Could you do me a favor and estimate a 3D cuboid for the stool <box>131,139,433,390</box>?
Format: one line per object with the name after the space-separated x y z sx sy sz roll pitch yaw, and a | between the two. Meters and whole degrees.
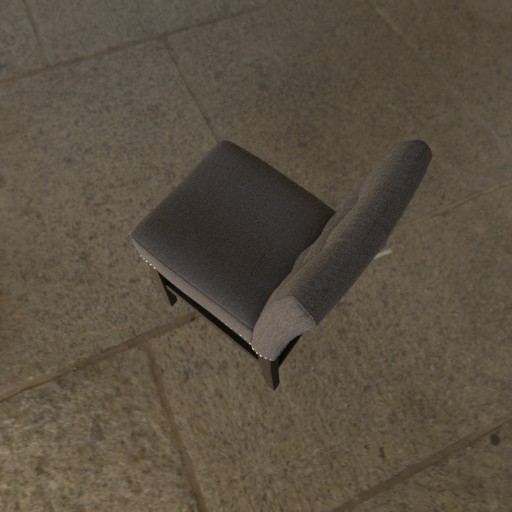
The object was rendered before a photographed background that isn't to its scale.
0.000 0.000 1.211 0.571 0.885 0.427 33 68 15 | stool
